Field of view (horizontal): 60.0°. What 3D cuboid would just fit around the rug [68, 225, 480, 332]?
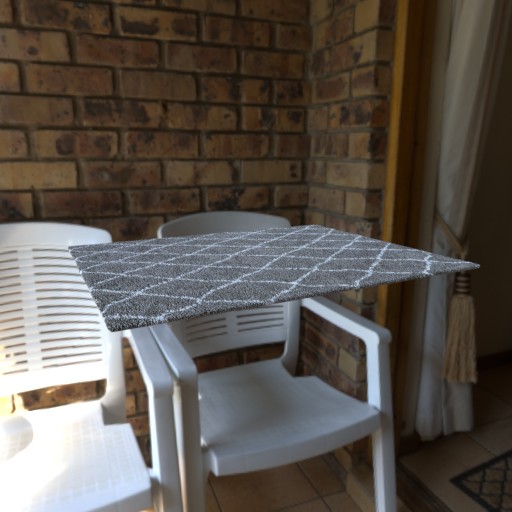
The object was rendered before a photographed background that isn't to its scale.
[{"bbox_3d":[0.000,0.000,4.124,3.047,0.029,2.438,-7,15,-27],"label":"rug"}]
